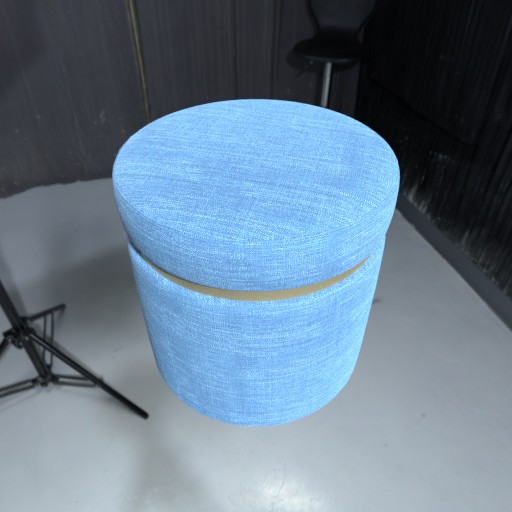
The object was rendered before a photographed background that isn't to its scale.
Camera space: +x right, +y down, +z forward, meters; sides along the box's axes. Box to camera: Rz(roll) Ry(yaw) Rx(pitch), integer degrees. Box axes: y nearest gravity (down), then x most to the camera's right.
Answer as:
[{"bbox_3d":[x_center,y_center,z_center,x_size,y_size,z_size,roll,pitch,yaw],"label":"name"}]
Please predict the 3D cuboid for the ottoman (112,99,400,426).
[{"bbox_3d":[0.000,0.000,0.740,0.398,0.406,0.398,0,41,0],"label":"ottoman"}]
